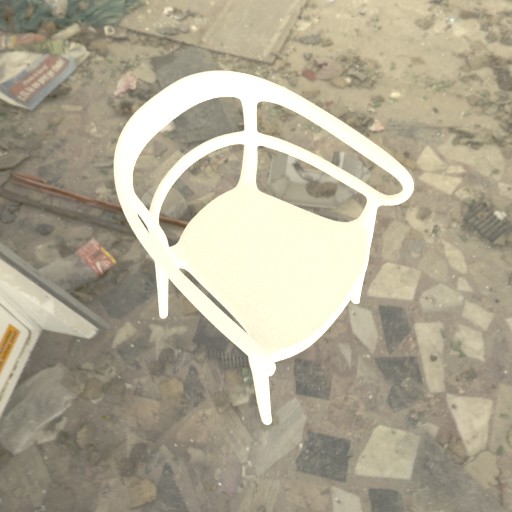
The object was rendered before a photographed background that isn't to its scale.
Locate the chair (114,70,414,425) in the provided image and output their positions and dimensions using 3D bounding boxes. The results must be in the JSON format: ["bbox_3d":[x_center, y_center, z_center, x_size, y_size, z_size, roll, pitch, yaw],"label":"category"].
[{"bbox_3d":[0.000,0.000,1.159,0.527,0.761,0.559,34,65,18],"label":"chair"}]
